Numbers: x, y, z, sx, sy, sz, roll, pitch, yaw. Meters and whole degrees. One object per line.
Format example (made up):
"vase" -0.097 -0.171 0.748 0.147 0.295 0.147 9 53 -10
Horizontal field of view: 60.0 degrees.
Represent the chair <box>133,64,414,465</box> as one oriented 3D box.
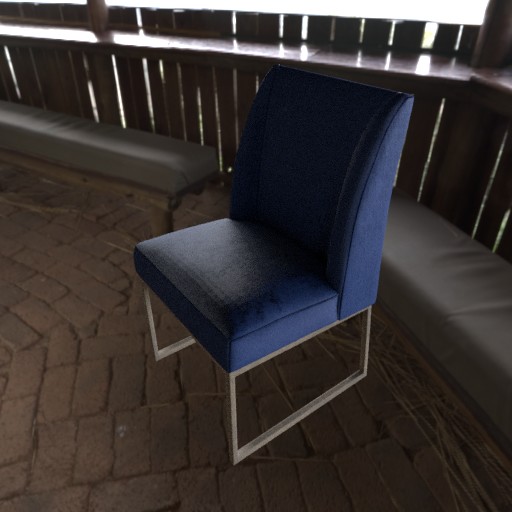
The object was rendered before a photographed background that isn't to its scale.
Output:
"chair" 0.000 0.000 1.204 0.522 0.863 0.508 -22 39 -30
